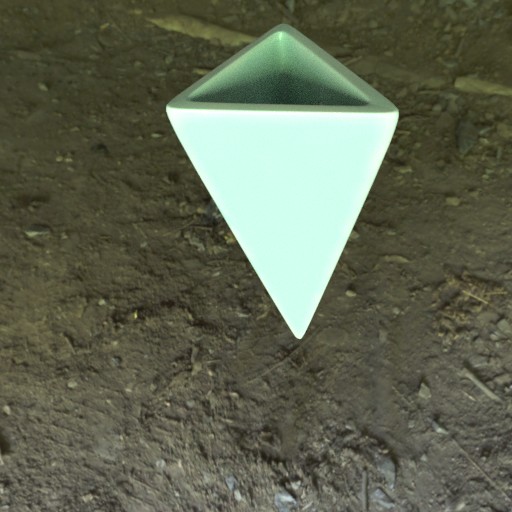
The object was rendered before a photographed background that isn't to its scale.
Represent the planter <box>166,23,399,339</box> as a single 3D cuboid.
[{"bbox_3d":[0.000,0.000,0.214,0.064,0.178,0.080,-17,49,-16],"label":"planter"}]
